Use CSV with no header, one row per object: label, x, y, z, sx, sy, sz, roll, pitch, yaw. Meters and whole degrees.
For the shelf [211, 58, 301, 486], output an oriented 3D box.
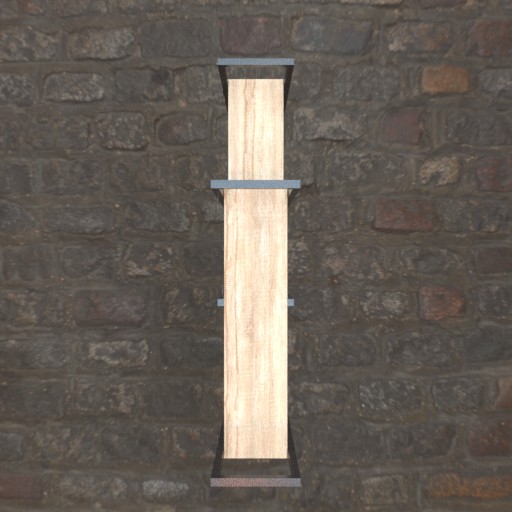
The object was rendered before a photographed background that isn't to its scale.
shelf,0.000,0.000,1.360,0.183,0.921,0.946,0,90,0
